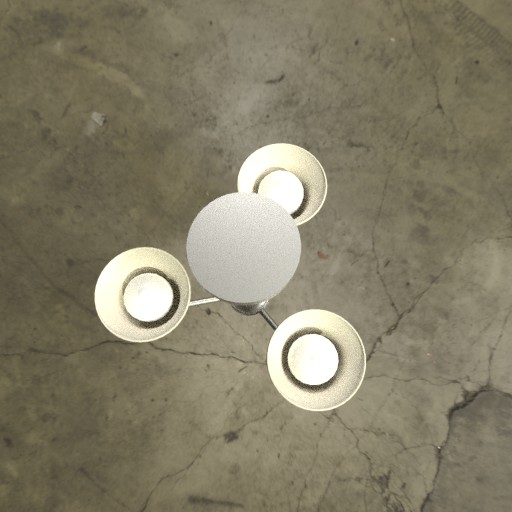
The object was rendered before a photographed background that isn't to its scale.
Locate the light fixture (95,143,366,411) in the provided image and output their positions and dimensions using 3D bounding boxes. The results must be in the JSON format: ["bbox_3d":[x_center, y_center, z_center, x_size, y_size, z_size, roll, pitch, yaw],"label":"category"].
[{"bbox_3d":[0.000,0.000,0.652,0.388,0.370,0.354,20,77,5],"label":"light fixture"}]
